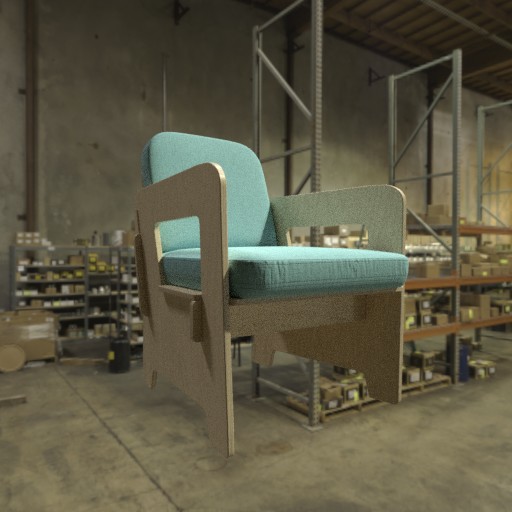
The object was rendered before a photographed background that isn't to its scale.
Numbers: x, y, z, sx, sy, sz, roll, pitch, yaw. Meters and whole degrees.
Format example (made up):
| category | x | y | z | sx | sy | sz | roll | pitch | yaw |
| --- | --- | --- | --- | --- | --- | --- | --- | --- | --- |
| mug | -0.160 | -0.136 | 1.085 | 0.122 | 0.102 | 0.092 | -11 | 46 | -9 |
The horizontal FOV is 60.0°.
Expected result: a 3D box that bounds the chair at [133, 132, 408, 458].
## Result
| category | x | y | z | sx | sy | sz | roll | pitch | yaw |
| --- | --- | --- | --- | --- | --- | --- | --- | --- | --- |
| chair | 0.000 | 0.000 | 1.270 | 0.590 | 0.800 | 0.710 | -1 | 1 | -35 |
